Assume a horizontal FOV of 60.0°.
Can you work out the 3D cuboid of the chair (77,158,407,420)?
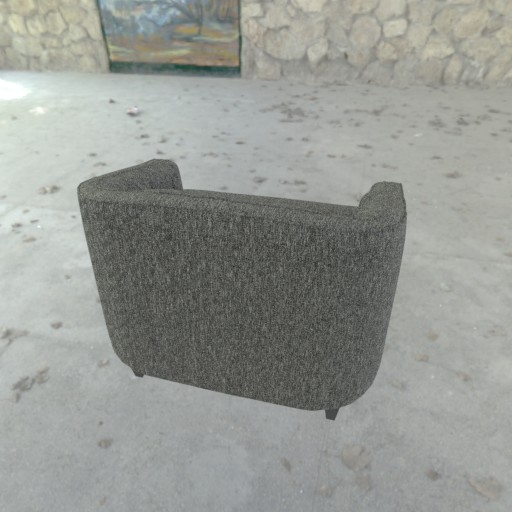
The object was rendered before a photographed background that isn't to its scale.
[{"bbox_3d":[0.000,0.000,1.796,1.104,0.852,0.941,8,33,13],"label":"chair"}]
